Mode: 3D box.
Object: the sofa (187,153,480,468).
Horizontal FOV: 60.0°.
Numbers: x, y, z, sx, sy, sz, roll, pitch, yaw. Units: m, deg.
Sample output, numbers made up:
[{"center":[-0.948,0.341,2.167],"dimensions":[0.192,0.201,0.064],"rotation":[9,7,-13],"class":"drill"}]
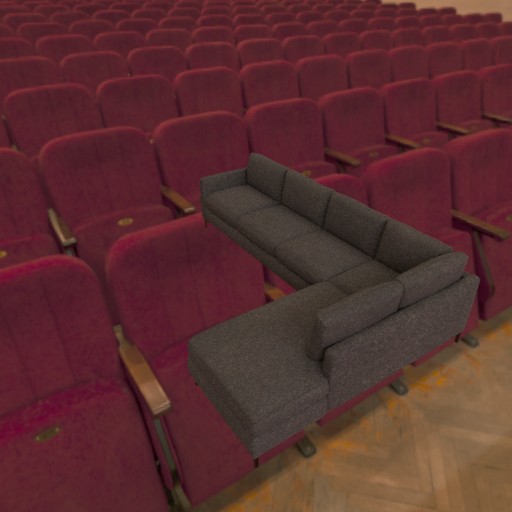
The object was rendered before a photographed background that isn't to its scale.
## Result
[{"center":[0.000,0.000,3.859],"dimensions":[2.007,0.815,2.949],"rotation":[-19,36,-28],"class":"sofa"}]
